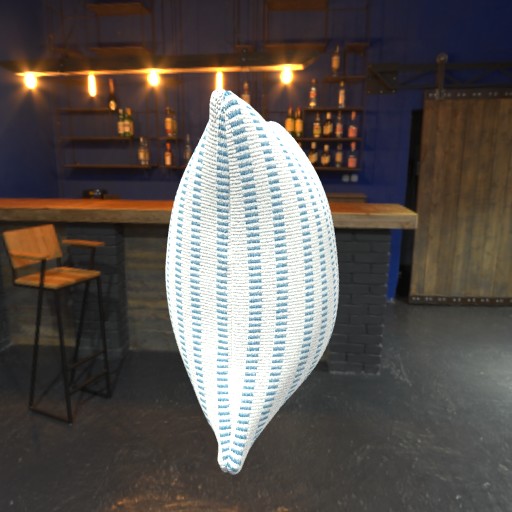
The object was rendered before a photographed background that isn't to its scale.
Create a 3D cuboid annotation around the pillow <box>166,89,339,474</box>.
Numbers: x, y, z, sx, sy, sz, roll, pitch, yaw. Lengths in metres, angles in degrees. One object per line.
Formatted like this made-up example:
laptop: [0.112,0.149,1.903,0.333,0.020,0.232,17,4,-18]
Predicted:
pillow: [0.000,0.000,0.666,0.247,0.419,0.438,2,13,8]
